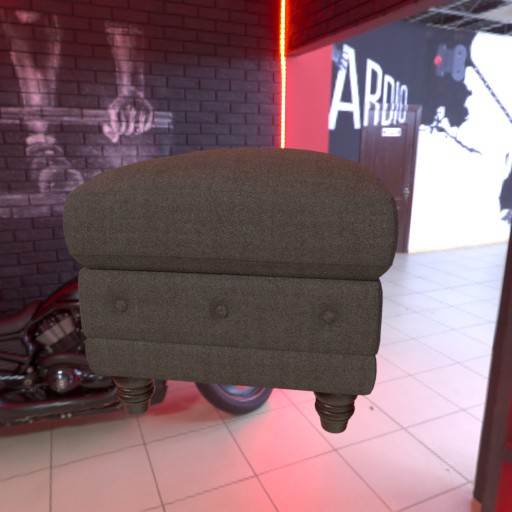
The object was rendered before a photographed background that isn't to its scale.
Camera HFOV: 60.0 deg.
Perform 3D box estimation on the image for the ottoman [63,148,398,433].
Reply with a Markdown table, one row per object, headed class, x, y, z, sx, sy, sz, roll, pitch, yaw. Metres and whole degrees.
| class | x | y | z | sx | sy | sz | roll | pitch | yaw |
| --- | --- | --- | --- | --- | --- | --- | --- | --- | --- |
| ottoman | 0.000 | 0.000 | 1.170 | 0.599 | 0.555 | 0.809 | 2 | 14 | 8 |
